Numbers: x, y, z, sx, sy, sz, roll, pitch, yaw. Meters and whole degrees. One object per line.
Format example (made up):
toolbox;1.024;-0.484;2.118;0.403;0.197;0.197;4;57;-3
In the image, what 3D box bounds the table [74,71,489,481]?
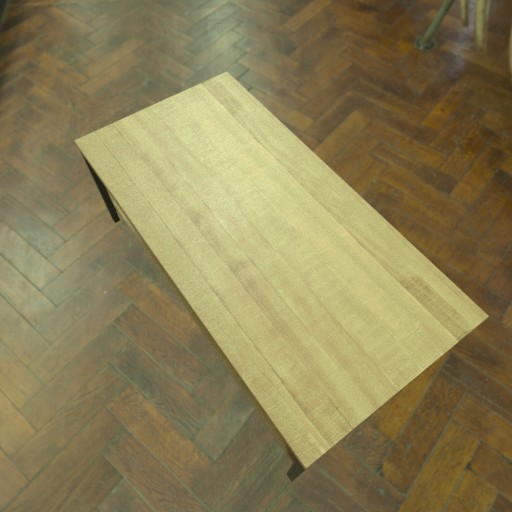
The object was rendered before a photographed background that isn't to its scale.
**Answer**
table;0.000;0.000;1.353;0.551;0.399;1.100;-32;64;-18
